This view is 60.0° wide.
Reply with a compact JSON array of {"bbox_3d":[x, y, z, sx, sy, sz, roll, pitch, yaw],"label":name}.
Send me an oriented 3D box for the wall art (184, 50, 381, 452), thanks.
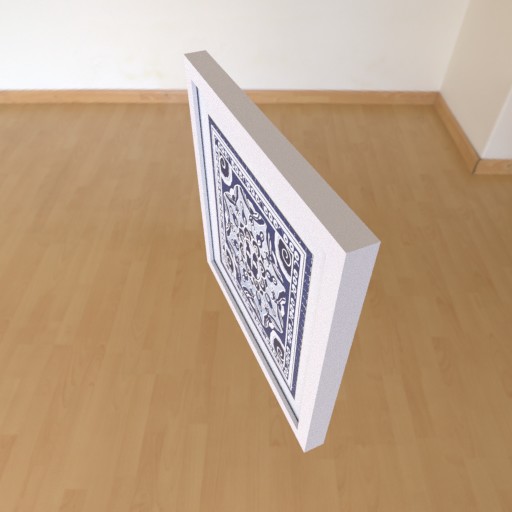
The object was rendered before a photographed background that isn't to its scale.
[{"bbox_3d":[0.000,0.000,0.537,0.027,0.355,0.355,-18,49,-16],"label":"wall art"}]
